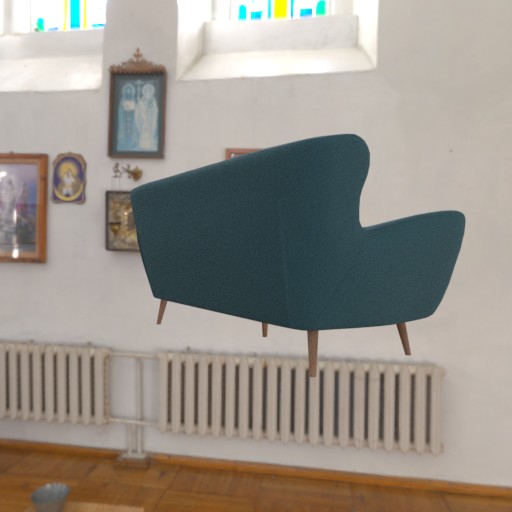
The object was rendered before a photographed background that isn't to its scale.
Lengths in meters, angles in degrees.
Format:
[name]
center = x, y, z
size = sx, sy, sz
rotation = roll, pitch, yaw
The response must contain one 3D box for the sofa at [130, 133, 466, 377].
[sofa]
center = 0.000, 0.000, 2.407
size = 0.889, 0.890, 1.930
rotation = -1, 1, -36
